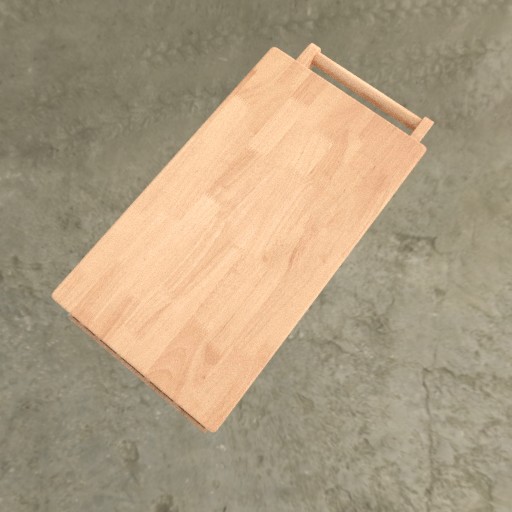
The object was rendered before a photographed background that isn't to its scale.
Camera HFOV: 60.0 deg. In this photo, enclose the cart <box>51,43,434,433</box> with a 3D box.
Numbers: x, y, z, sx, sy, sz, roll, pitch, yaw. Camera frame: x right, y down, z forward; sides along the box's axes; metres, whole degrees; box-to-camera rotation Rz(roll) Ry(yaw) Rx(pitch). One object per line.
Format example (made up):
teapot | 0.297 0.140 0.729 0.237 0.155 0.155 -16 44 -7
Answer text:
cart | 0.000 0.000 1.372 0.432 0.879 0.853 37 79 8
